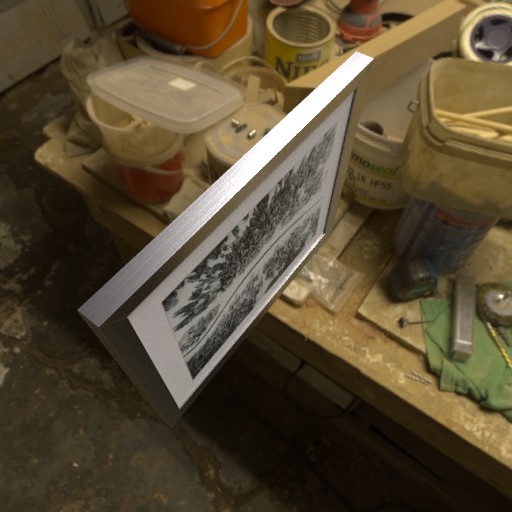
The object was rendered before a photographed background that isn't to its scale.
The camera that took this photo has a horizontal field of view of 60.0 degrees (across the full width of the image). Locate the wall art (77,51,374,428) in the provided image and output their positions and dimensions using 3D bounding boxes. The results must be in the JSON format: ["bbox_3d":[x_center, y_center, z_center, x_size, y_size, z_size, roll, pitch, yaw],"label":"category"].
[{"bbox_3d":[0.000,0.000,0.754,0.032,0.456,0.557,32,63,19],"label":"wall art"}]
